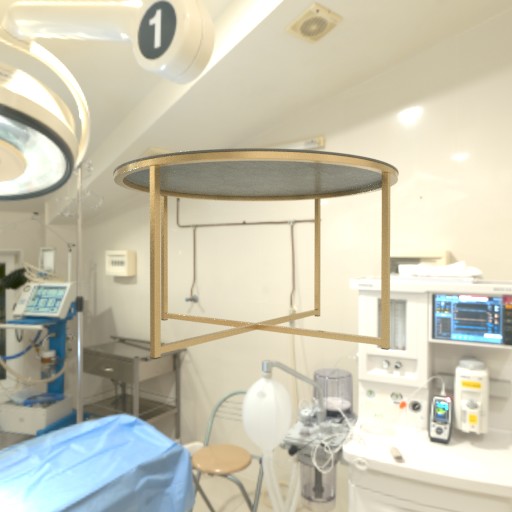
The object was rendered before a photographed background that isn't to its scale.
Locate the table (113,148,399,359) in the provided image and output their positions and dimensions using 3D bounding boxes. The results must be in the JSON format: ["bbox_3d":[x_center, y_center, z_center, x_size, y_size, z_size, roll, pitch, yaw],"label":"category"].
[{"bbox_3d":[0.000,0.000,1.309,0.800,0.450,0.800,0,1,0],"label":"table"}]
